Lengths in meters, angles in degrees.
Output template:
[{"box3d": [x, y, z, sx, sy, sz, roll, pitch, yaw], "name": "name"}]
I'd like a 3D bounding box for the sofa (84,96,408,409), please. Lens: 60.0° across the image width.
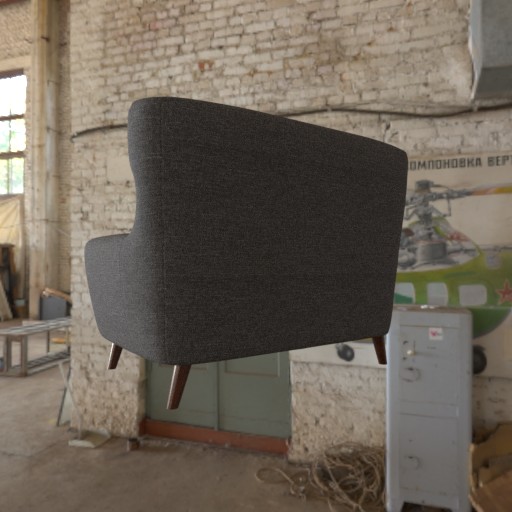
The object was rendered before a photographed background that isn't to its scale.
[{"box3d": [0.000, 0.000, 2.032, 1.358, 1.028, 0.874, 0, -1, -35], "name": "sofa"}]
